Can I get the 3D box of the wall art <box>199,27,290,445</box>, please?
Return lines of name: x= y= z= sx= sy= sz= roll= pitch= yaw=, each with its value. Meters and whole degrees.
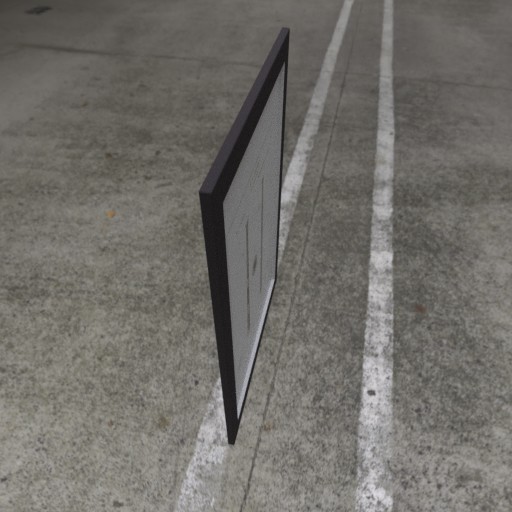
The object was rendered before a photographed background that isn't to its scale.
wall art: x=0.000 y=0.000 z=0.674 sx=0.012 sy=0.529 sz=0.374 roll=9 pitch=47 yaw=9
